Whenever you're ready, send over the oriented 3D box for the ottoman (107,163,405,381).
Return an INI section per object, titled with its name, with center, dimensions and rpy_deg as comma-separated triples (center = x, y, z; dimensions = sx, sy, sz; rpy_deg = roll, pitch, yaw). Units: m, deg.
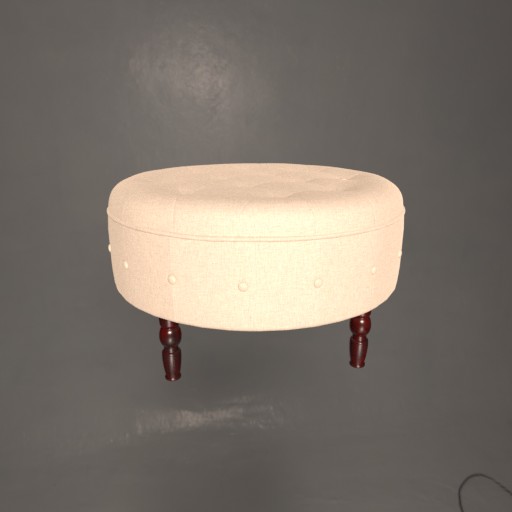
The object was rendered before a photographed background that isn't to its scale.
[ottoman]
center = 0.000, 0.000, 1.373
dimensions = 0.848, 0.494, 0.848
rpy_deg = 0, 18, 0
